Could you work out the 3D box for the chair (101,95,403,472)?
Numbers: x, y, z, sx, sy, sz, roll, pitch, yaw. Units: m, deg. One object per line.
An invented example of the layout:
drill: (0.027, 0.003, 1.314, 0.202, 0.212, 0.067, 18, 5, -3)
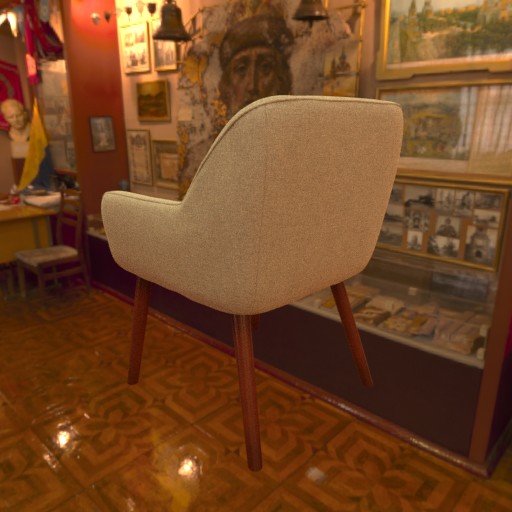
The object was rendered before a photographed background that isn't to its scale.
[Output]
chair: (0.000, 0.000, 1.234, 0.610, 0.813, 0.610, -16, 23, -42)
